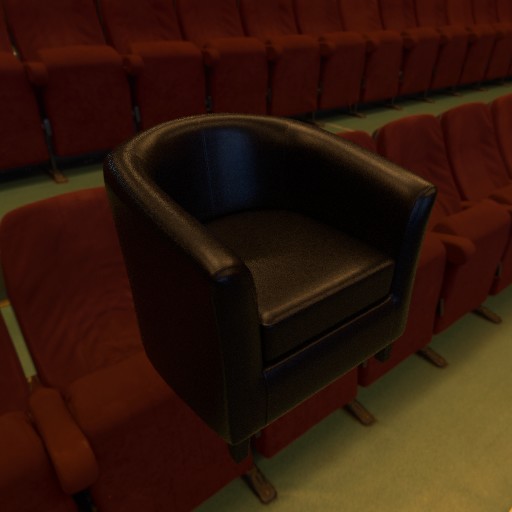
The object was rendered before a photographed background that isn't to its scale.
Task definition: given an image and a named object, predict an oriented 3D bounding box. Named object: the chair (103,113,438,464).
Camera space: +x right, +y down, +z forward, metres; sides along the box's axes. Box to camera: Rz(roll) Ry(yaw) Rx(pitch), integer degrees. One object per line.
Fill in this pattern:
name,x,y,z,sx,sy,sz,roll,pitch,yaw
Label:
chair,0.000,0.000,1.400,0.793,0.756,0.727,-21,36,-33
